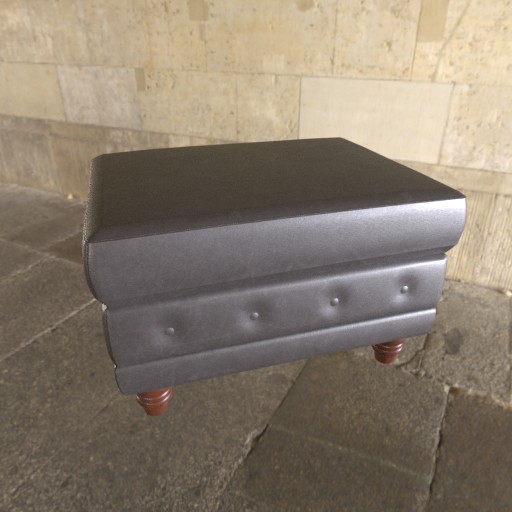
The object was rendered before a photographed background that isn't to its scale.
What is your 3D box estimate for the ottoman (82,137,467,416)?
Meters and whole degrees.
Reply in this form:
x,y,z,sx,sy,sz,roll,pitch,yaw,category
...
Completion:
x,y,z,sx,sy,sz,roll,pitch,yaw,category
0.000,0.000,1.179,0.795,0.498,0.590,-8,28,-15,ottoman
